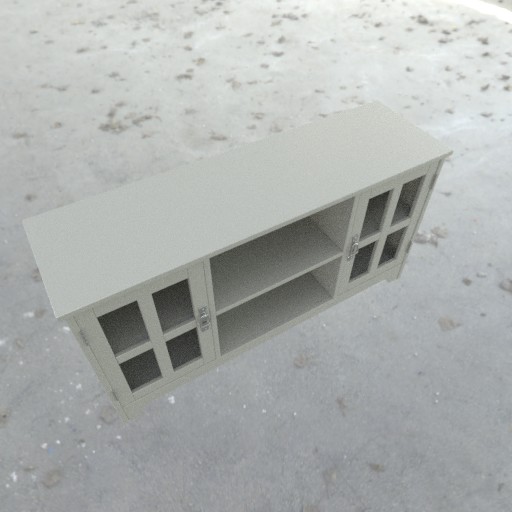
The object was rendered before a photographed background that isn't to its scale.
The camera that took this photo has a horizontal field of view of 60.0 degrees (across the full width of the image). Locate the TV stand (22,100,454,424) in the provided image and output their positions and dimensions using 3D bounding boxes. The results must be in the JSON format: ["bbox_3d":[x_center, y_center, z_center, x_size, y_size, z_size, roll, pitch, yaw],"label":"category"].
[{"bbox_3d":[0.000,0.000,1.440,1.167,0.603,0.344,-24,52,-20],"label":"TV stand"}]
